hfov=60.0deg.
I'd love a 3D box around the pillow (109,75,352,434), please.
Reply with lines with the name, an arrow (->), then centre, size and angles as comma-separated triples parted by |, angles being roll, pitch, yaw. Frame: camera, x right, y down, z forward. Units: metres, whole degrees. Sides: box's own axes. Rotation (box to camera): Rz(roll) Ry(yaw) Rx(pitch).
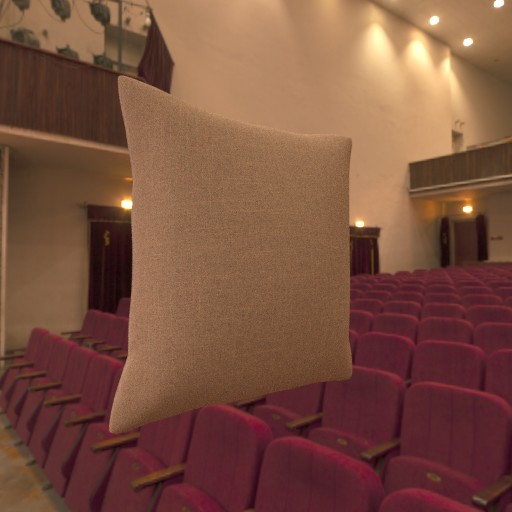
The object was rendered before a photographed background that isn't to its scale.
pillow -> 0.000, 0.000, 0.777 | 0.512, 0.506, 0.178 | 1, -2, -38
